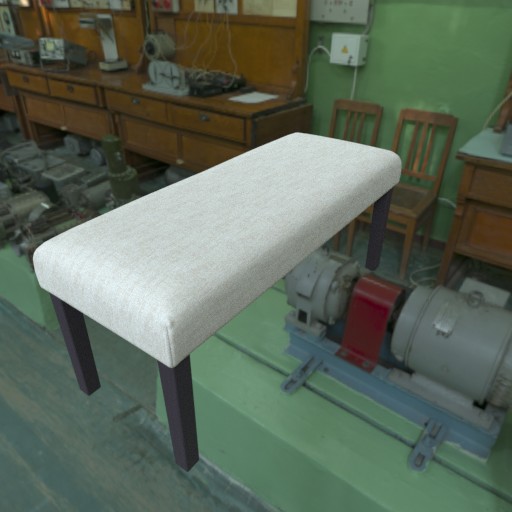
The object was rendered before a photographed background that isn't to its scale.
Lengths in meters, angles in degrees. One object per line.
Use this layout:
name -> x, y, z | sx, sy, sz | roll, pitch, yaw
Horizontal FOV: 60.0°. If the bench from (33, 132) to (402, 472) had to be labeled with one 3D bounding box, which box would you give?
bench -> 0.000, 0.000, 1.241 | 0.407, 0.456, 1.013 | 21, 38, 30
